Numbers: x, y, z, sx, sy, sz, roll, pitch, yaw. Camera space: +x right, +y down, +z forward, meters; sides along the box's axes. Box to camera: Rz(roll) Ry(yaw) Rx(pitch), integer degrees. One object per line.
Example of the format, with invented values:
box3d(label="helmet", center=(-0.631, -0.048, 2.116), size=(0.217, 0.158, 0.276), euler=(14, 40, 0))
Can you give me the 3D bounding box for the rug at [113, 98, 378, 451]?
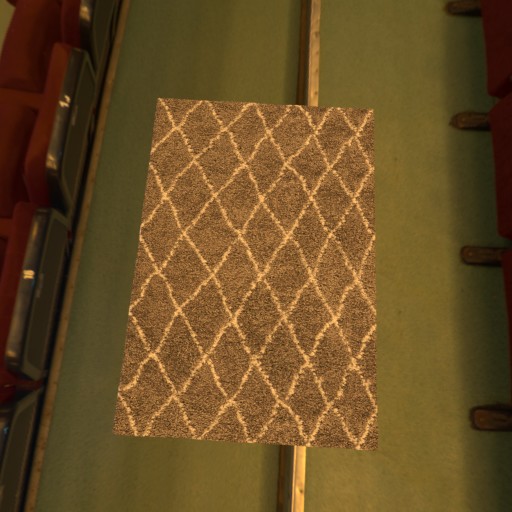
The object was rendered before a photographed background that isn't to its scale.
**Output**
box3d(label="rug", center=(0.000, 0.000, 2.265), size=(1.219, 0.030, 1.778), euler=(3, 75, 1))
